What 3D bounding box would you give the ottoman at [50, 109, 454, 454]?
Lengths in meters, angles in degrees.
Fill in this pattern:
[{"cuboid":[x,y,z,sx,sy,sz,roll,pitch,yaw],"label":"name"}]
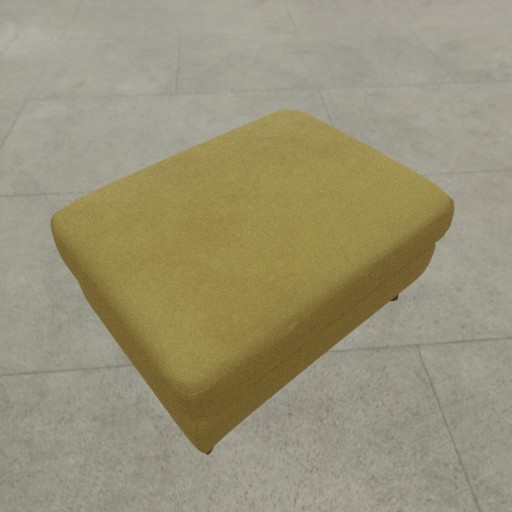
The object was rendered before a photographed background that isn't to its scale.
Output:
[{"cuboid":[0.000,0.000,1.151,0.811,0.449,0.608,-31,54,-26],"label":"ottoman"}]
